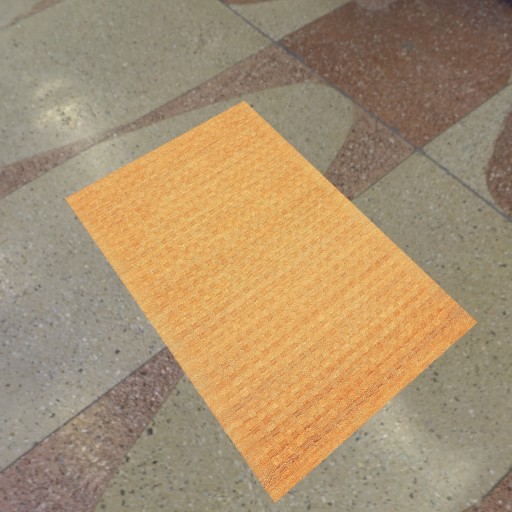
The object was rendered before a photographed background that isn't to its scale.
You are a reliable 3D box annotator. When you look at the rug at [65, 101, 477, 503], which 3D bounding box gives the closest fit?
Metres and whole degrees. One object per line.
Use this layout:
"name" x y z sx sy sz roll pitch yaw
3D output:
"rug" 0.000 0.000 2.814 1.524 0.006 2.285 -34 67 -17
